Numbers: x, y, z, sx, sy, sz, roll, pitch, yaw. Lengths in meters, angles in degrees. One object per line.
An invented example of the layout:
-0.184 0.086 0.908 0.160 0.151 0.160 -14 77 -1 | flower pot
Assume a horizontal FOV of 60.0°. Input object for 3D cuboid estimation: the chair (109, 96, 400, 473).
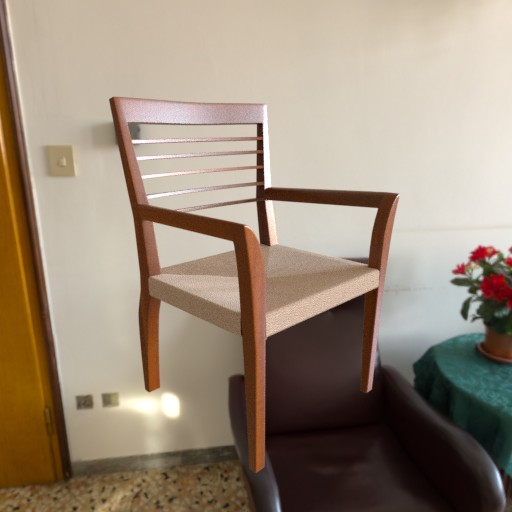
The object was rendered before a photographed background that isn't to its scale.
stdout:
0.000 0.000 1.265 0.587 0.855 0.540 -15 22 -42 | chair
